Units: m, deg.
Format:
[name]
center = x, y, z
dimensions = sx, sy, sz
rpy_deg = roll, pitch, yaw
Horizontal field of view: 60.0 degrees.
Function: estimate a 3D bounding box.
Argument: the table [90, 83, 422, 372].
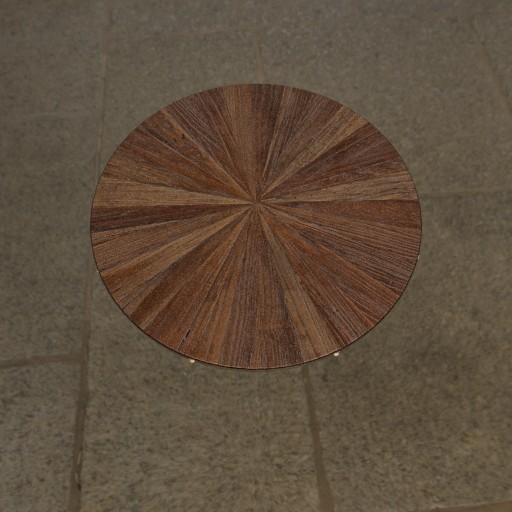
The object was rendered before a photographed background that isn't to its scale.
[table]
center = 0.000, 0.000, 1.490
dimensions = 0.885, 0.658, 0.885
rpy_deg = 0, 65, 0
